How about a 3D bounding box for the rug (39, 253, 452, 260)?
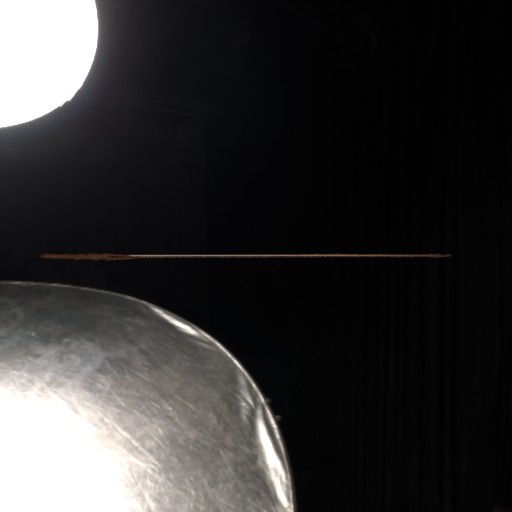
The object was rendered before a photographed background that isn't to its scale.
[{"bbox_3d":[0.000,0.000,2.553,2.085,0.027,1.224,0,0,-36],"label":"rug"}]
